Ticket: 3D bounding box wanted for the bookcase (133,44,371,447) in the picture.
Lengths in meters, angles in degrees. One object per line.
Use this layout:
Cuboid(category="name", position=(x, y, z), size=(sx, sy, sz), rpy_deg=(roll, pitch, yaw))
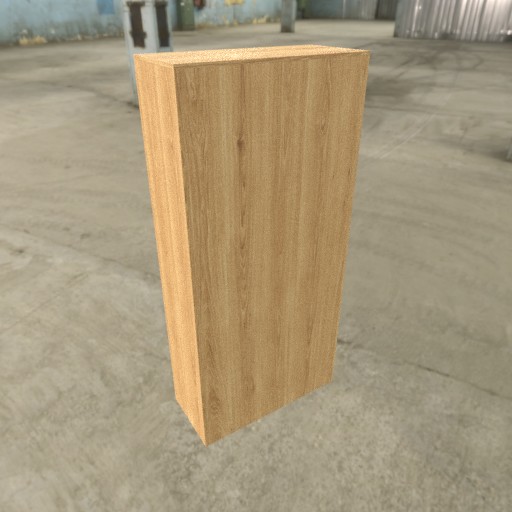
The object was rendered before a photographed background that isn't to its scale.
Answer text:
Cuboid(category="bookcase", position=(0.000, 0.000, 2.411), size=(0.950, 2.020, 0.420), rpy_deg=(-18, 34, -28))
